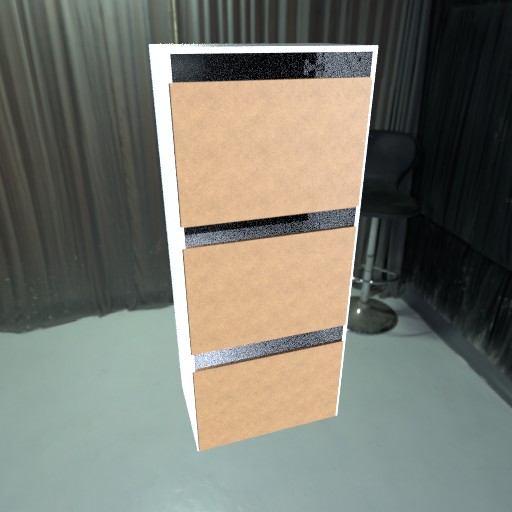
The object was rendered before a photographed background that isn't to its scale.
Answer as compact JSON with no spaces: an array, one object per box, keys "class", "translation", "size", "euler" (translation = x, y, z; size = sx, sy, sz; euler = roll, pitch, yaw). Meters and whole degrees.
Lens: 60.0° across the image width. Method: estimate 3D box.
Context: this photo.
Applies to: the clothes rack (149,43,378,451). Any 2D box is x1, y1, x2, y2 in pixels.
[{"class":"clothes rack","translation":[0.000,0.000,1.380],"size":[0.500,1.187,0.330],"euler":[-8,28,-16]}]
